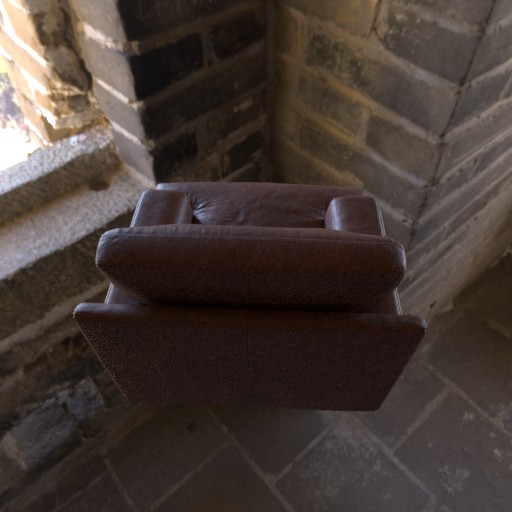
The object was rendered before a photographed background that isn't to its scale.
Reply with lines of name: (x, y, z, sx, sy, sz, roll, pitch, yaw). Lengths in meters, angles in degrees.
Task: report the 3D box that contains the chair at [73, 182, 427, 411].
chair: (0.000, 0.000, 1.964, 1.168, 0.939, 1.143, 2, 47, 2)
